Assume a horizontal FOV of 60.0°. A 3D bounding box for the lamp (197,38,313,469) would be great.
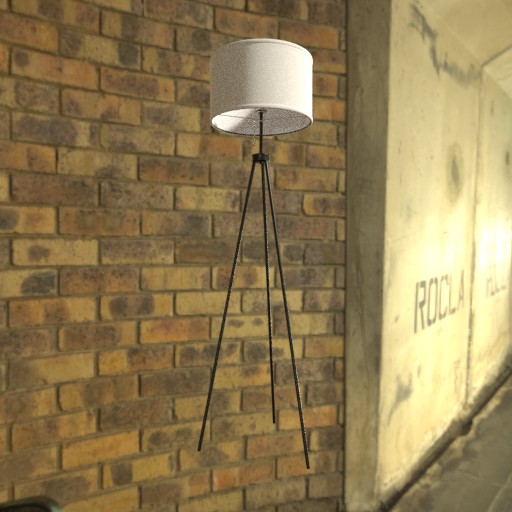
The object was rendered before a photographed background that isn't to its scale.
[{"bbox_3d":[0.000,0.000,1.768,0.458,1.545,0.448,0,1,-18],"label":"lamp"}]
